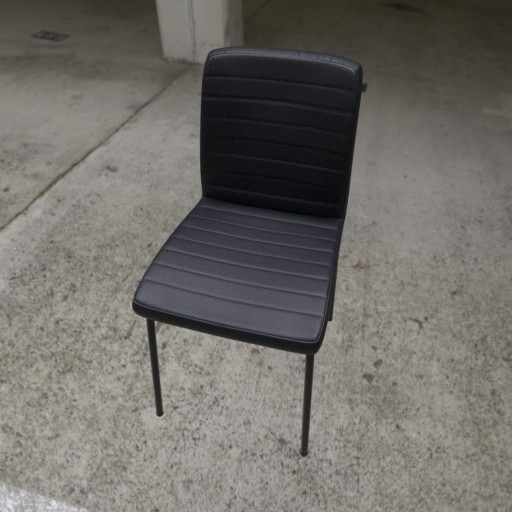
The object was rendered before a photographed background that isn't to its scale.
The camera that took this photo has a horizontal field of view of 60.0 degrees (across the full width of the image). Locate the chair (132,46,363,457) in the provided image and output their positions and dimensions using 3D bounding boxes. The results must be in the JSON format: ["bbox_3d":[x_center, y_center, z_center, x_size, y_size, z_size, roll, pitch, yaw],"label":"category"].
[{"bbox_3d":[0.000,0.000,1.162,0.450,0.872,0.572,11,43,12],"label":"chair"}]
